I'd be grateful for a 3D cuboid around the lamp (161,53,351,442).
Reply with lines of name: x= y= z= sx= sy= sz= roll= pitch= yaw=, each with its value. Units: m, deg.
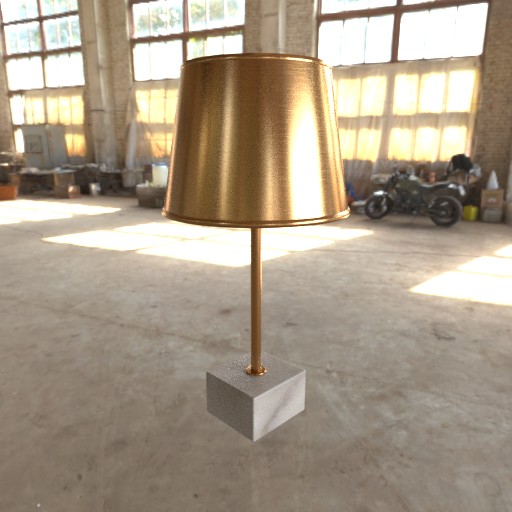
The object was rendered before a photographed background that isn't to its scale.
lamp: x=0.000 y=0.000 z=0.513 sx=0.208 sy=0.406 sz=0.208 roll=0 pitch=14 yaw=0
